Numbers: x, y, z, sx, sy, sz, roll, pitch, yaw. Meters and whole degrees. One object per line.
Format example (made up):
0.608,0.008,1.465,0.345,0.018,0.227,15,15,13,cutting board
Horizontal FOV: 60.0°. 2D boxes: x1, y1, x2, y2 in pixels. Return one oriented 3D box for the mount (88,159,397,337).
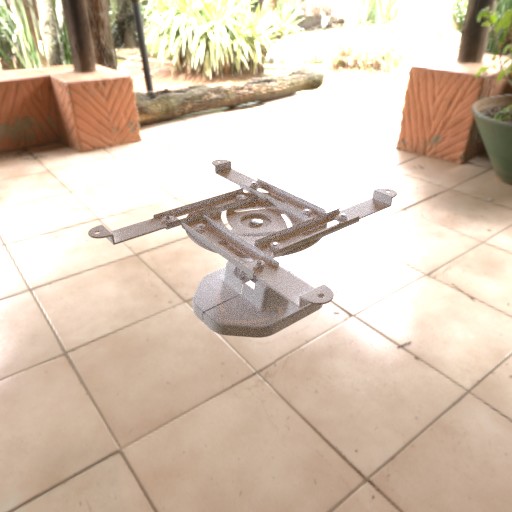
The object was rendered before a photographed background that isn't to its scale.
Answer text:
0.000,0.000,0.618,0.394,0.141,0.394,-22,38,-32,mount
